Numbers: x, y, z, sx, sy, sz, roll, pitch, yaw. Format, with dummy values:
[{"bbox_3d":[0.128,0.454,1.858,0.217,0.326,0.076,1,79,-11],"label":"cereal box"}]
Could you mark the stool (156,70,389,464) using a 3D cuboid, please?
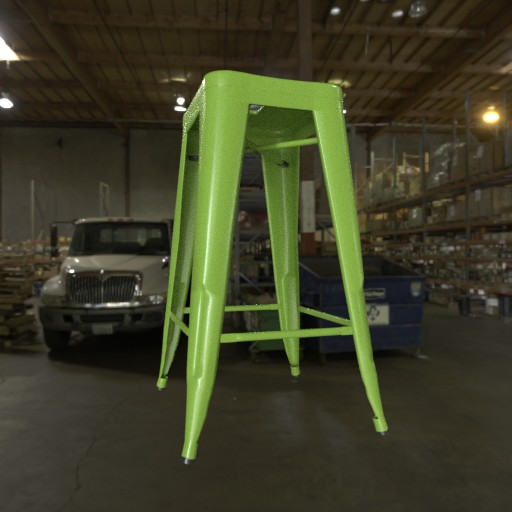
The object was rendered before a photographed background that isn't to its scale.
[{"bbox_3d":[0.000,0.000,0.884,0.358,0.609,0.398,0,0,-18],"label":"stool"}]
